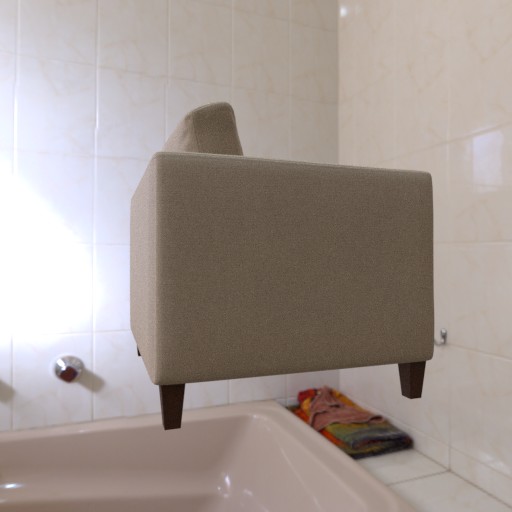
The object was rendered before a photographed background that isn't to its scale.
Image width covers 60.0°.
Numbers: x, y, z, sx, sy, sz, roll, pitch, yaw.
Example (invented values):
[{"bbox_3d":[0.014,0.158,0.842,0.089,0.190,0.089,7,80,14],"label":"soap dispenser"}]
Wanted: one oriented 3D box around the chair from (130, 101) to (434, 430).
[{"bbox_3d":[0.000,0.000,1.829,0.959,0.961,1.107,0,0,-19],"label":"chair"}]
